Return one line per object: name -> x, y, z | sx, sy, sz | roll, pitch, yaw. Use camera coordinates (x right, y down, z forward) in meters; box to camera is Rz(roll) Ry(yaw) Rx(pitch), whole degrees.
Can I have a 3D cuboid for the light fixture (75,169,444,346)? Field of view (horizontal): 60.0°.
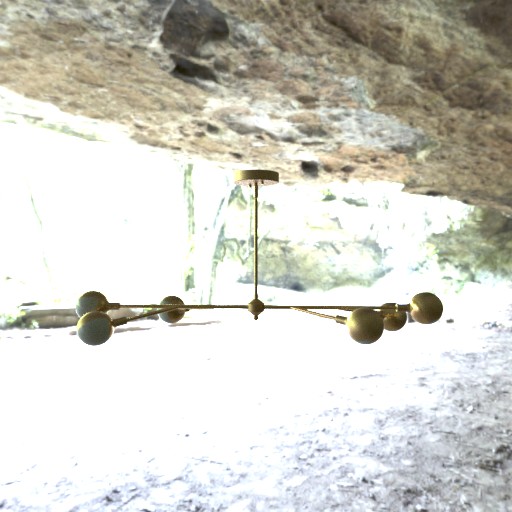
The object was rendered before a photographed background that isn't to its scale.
light fixture -> 0.000, 0.000, 0.976 | 0.778, 0.362, 0.434 | 0, 0, 19
